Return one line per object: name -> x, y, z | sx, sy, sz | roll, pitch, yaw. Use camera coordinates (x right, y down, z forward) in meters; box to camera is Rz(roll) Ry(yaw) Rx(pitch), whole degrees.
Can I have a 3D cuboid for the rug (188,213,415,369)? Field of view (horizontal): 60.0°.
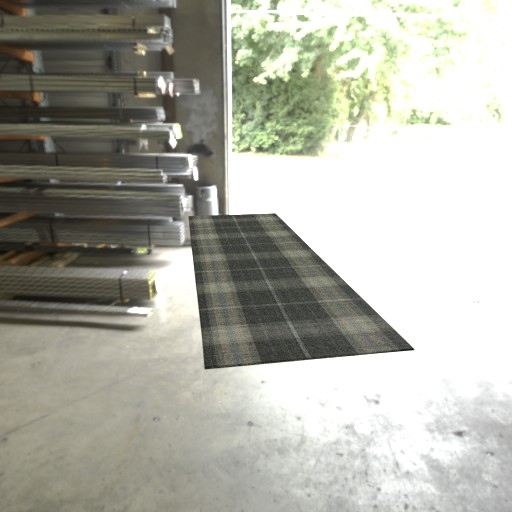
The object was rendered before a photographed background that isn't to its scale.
rug -> 0.000, 0.000, 2.680 | 0.760, 0.012, 2.434 | -3, 18, -9
